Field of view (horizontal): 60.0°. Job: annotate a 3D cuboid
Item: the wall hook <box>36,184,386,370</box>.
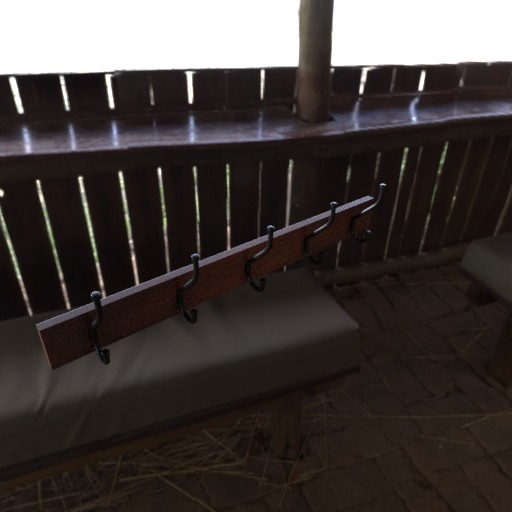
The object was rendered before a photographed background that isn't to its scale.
[{"bbox_3d":[0.000,0.000,0.624,0.571,0.117,0.071,-22,38,-32],"label":"wall hook"}]
